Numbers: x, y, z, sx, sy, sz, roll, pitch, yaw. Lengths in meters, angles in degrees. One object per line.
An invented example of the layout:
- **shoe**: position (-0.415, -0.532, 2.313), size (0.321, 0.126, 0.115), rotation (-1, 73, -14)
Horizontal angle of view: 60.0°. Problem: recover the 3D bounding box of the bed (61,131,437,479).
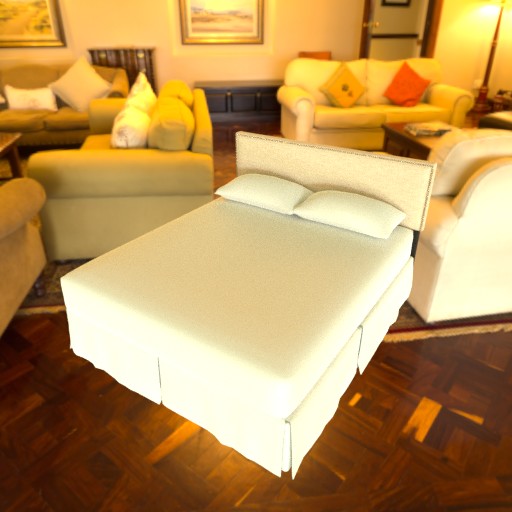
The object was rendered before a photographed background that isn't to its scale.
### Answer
- **bed**: position (0.000, 0.000, 2.817), size (1.616, 1.016, 1.876), rotation (18, 33, 29)
